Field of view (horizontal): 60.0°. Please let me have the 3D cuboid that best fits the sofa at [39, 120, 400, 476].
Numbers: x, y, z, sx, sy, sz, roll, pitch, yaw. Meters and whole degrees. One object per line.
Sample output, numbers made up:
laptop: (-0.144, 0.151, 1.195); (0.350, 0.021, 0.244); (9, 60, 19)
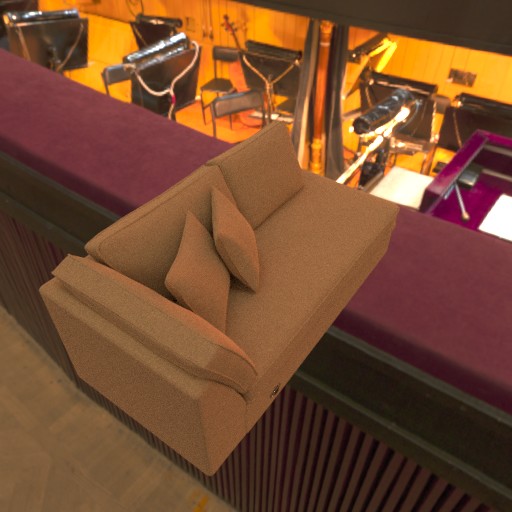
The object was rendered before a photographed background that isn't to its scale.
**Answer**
sofa: (0.000, 0.000, 2.846); (1.110, 1.033, 2.237); (25, 47, 26)
